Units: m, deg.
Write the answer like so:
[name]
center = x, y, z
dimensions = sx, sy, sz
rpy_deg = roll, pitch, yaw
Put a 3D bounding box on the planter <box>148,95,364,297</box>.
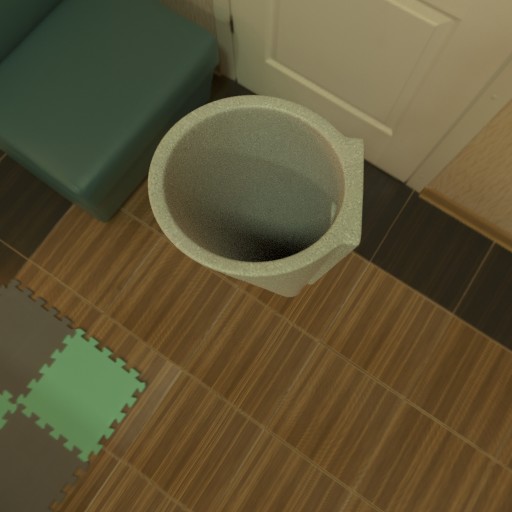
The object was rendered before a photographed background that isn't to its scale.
[planter]
center = 0.000, 0.000, 0.224
dimensions = 0.064, 0.191, 0.057
rpy_deg = 5, 77, 1
